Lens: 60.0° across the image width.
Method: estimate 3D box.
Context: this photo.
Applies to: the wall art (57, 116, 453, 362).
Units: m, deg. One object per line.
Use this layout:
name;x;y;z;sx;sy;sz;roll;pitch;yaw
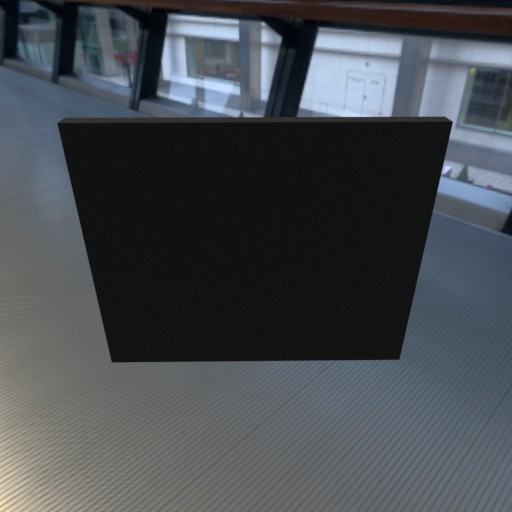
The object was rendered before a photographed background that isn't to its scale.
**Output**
wall art;0.000;0.000;0.755;0.558;0.457;0.031;0;31;-1
